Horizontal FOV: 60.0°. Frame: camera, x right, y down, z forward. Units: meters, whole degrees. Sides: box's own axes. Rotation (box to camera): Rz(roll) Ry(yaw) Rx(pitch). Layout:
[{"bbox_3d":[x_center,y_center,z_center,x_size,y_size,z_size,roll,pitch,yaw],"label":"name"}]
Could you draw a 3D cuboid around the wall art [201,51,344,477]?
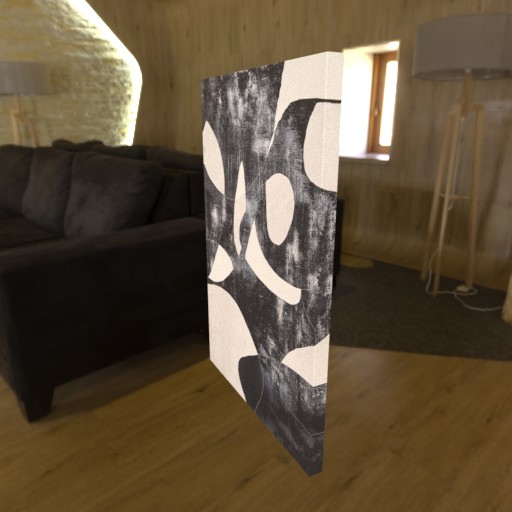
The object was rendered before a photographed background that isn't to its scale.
[{"bbox_3d":[0.000,0.000,1.173,0.041,0.915,0.610,-9,19,-27],"label":"wall art"}]
